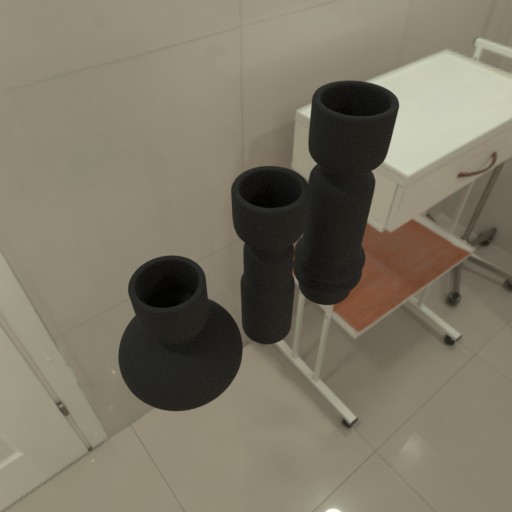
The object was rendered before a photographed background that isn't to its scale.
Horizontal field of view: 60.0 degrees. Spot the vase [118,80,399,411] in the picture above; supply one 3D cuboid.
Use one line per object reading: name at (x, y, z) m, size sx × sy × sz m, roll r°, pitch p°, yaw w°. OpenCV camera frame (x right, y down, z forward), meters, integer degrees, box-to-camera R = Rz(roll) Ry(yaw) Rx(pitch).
vase at (0.000, 0.000, 0.425) m, size 0.307 × 0.249 × 0.120 m, roll -30°, pitch 53°, yaw -26°
